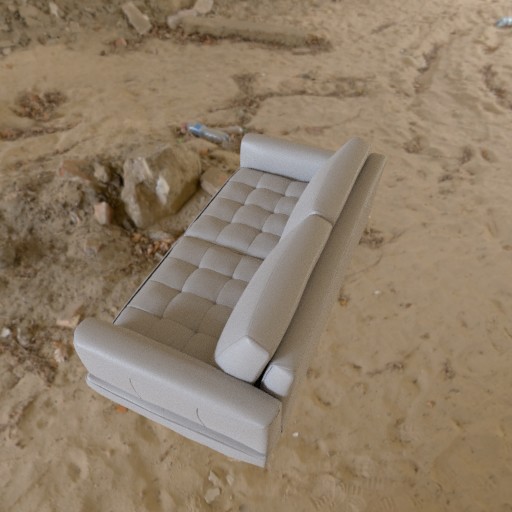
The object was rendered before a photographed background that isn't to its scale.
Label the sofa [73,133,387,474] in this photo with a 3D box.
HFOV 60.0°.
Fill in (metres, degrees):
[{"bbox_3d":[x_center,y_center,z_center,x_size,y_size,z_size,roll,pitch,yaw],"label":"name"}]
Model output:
[{"bbox_3d":[0.000,0.000,2.760,1.121,0.930,2.177,18,48,16],"label":"sofa"}]
